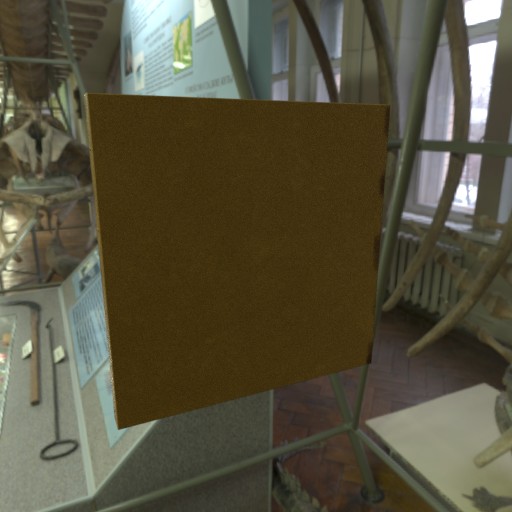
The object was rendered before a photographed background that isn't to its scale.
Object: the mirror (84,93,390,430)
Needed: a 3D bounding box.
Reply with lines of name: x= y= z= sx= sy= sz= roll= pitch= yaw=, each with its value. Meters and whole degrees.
mirror: x=0.000 y=0.000 z=0.765 sx=0.509 sy=0.507 sz=0.042 roll=-7 pitch=16 yaw=-24
